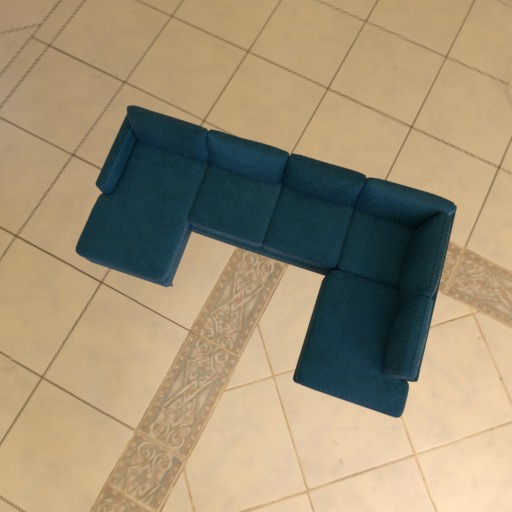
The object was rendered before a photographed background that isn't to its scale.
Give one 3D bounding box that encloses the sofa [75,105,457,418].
[{"bbox_3d":[0.000,0.000,4.347,3.434,0.992,2.055,18,76,5],"label":"sofa"}]
